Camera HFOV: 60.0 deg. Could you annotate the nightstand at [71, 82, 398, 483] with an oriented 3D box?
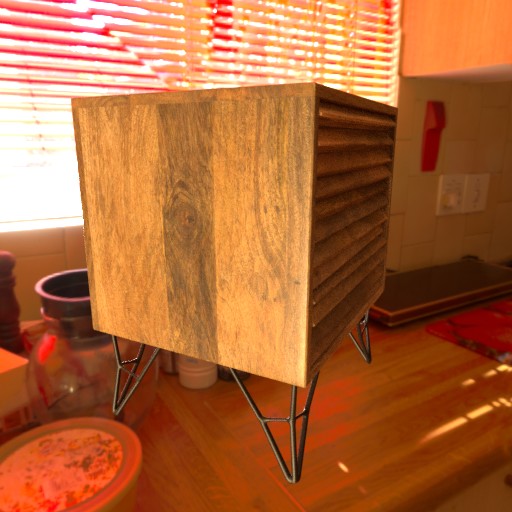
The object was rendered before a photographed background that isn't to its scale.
[{"bbox_3d":[0.000,0.000,0.854,0.406,0.559,0.457,8,16,28],"label":"nightstand"}]
